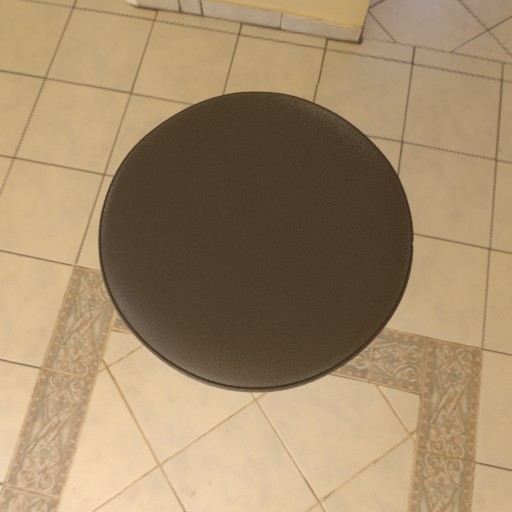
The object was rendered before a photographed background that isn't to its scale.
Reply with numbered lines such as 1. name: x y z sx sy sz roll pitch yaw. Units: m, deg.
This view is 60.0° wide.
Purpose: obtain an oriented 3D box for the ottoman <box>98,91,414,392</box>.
1. ottoman: 0.000 0.000 0.859 0.500 0.409 0.500 0 74 0
